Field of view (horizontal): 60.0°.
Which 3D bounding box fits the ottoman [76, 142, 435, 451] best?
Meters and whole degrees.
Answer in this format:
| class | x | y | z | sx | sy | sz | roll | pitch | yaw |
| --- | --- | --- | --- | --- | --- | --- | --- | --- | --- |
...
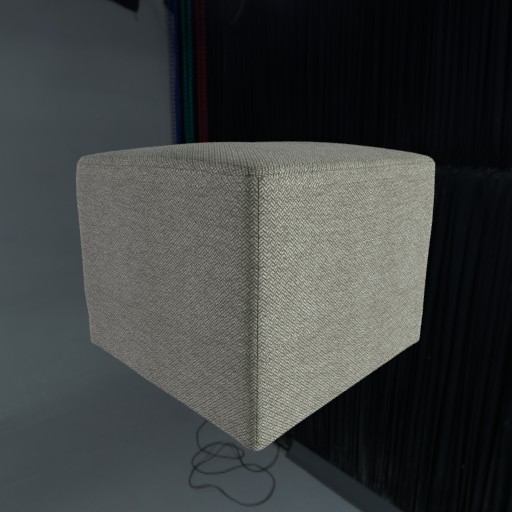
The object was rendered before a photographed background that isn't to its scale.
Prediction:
| class | x | y | z | sx | sy | sz | roll | pitch | yaw |
| --- | --- | --- | --- | --- | --- | --- | --- | --- | --- |
| ottoman | 0.000 | 0.000 | 0.909 | 0.512 | 0.453 | 0.519 | 14 | 20 | 43 |
